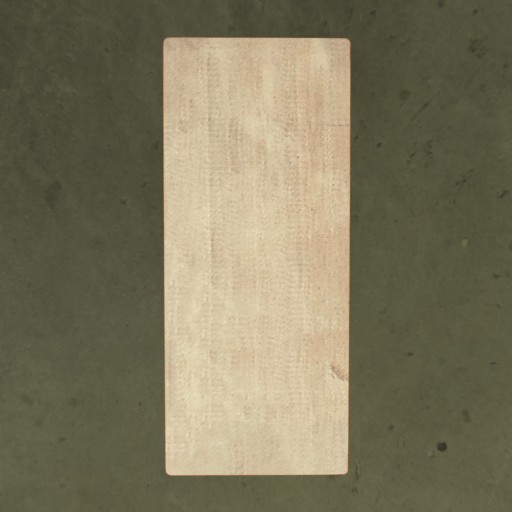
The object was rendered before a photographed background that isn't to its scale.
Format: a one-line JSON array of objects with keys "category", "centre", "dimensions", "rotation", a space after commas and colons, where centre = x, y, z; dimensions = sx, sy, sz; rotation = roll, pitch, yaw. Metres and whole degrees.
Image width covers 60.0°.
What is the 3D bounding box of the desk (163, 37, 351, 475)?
[{"category": "desk", "centre": [0.000, 0.000, 1.744], "dimensions": [0.574, 0.756, 1.353], "rotation": [0, 91, -1]}]
